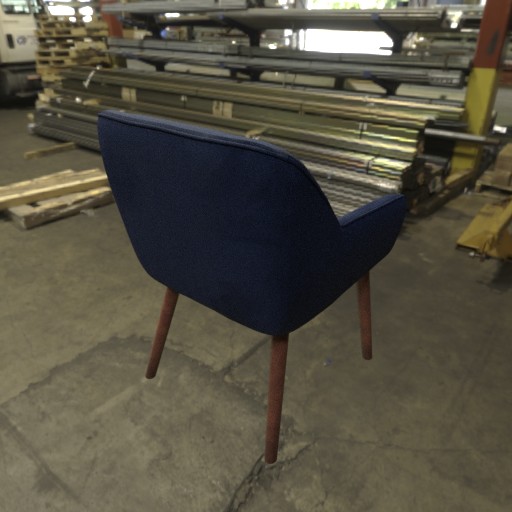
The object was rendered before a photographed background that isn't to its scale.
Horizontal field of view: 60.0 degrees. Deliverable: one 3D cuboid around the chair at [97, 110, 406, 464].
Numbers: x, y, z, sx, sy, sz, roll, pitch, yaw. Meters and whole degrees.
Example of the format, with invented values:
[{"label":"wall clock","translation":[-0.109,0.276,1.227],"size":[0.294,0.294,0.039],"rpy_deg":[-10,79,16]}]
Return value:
[{"label":"chair","translation":[0.000,0.000,1.229],"size":[0.600,0.820,0.600],"rpy_deg":[21,36,33]}]
